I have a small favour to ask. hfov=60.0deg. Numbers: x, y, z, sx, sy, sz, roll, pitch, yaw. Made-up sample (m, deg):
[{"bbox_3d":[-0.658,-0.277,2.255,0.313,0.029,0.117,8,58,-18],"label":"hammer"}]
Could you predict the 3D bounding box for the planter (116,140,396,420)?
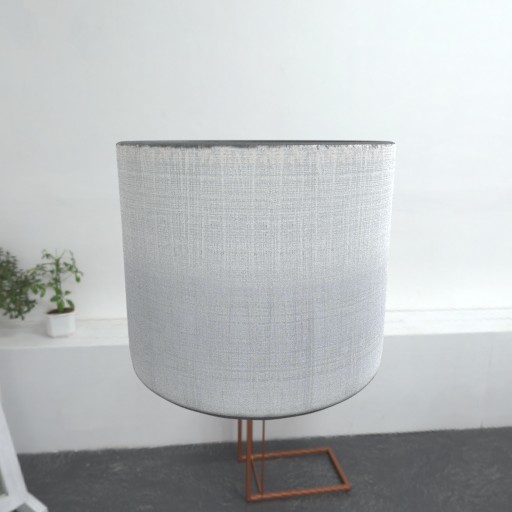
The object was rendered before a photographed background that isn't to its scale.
[{"bbox_3d":[0.000,0.000,0.439,0.254,0.221,0.254,0,15,0],"label":"planter"}]
